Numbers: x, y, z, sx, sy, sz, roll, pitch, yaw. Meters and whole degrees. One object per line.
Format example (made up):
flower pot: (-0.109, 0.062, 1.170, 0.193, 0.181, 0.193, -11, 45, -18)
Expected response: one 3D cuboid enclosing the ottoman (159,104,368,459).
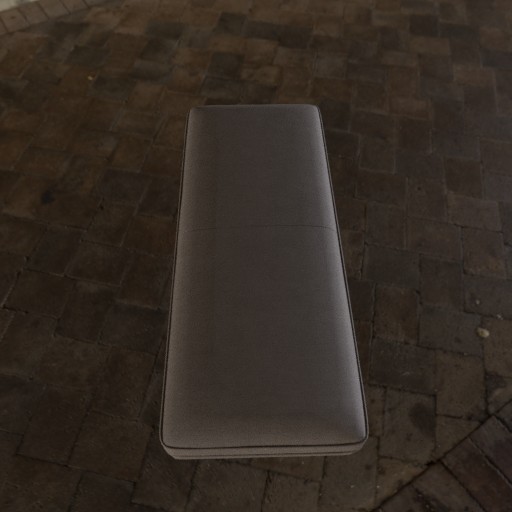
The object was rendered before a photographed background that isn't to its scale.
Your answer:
ottoman: (0.000, 0.000, 2.094, 0.751, 0.470, 1.764, -1, 57, -1)
